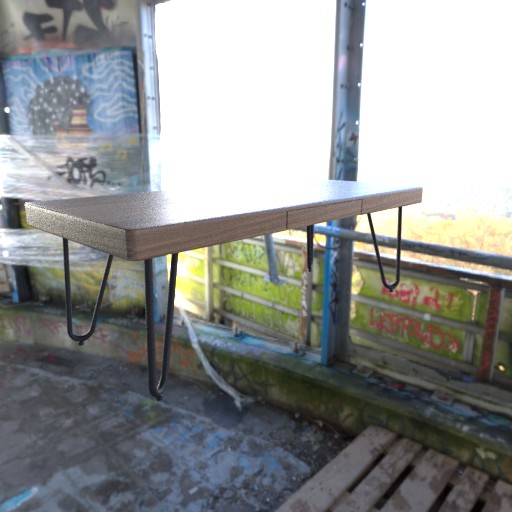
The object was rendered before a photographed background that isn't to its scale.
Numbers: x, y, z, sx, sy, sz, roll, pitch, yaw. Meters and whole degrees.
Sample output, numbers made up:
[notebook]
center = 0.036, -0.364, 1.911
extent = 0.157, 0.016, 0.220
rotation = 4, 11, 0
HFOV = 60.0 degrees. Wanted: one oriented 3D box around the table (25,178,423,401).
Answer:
[table]
center = 0.000, 0.000, 1.656
extent = 0.637, 0.468, 1.375
rotation = 14, 20, 43
